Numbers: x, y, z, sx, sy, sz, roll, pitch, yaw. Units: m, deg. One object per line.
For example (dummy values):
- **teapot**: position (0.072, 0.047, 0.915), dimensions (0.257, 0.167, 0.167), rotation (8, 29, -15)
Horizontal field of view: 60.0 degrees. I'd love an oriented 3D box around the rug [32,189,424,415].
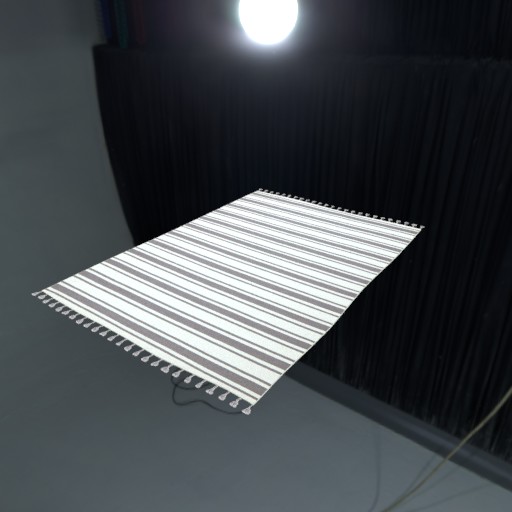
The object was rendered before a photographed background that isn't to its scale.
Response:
- **rug**: position (0.000, 0.000, 3.906), dimensions (2.030, 0.017, 3.040), rotation (18, 33, 31)
